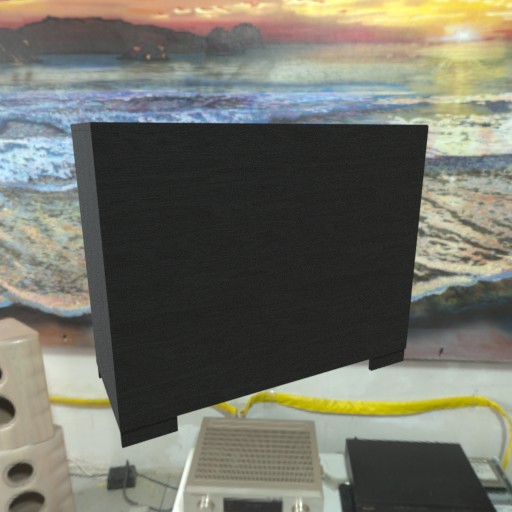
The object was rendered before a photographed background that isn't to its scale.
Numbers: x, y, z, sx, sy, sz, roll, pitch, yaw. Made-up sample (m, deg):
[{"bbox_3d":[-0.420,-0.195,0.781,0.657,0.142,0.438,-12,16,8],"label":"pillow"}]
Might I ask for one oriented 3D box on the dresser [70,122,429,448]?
[{"bbox_3d":[0.000,0.000,1.433,0.994,0.816,0.404,-8,18,-26],"label":"dresser"}]
